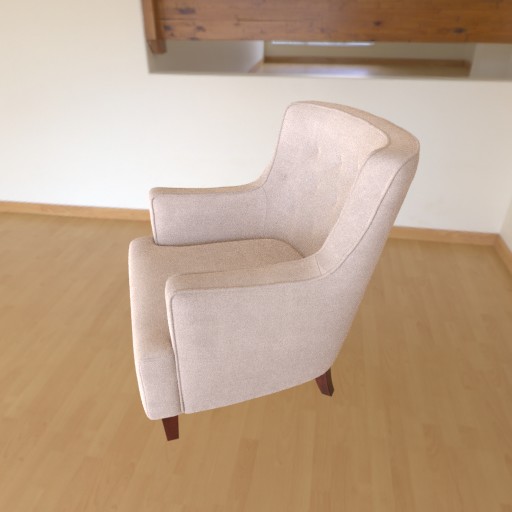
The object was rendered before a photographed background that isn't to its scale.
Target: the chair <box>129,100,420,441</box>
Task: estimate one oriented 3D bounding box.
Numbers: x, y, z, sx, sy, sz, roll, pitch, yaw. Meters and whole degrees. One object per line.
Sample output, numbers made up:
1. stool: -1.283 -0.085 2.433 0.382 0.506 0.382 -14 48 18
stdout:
1. chair: 0.000 0.000 1.589 0.910 0.920 0.781 -8 31 -13
